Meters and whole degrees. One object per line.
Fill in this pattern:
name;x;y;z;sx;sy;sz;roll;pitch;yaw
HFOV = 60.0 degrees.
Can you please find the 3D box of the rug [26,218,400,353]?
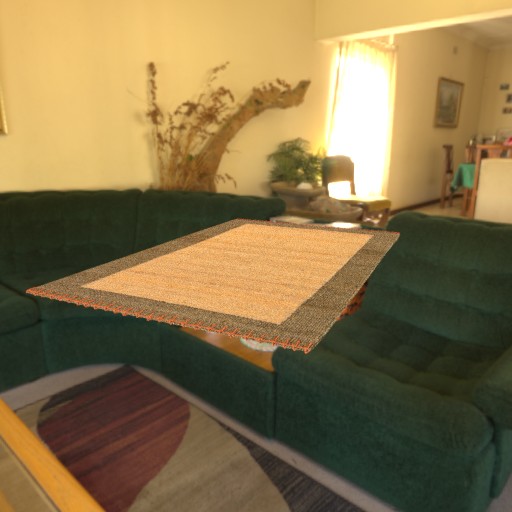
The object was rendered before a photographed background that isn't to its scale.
rug;0.000;0.000;2.327;1.220;0.019;1.838;7;17;24
